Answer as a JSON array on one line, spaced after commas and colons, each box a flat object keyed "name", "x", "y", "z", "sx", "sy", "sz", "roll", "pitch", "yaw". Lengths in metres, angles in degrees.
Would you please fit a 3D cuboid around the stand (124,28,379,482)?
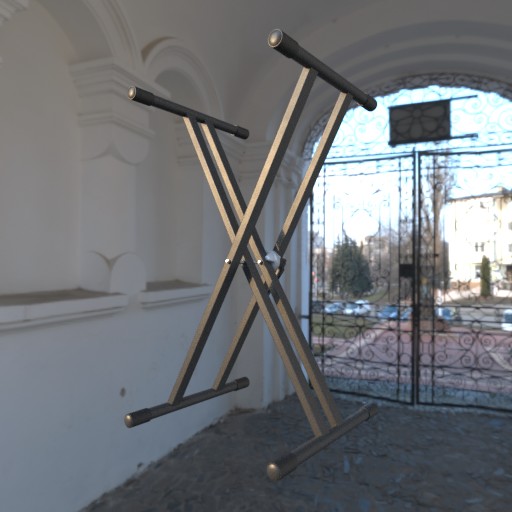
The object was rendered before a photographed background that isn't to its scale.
[{"name": "stand", "x": 0.000, "y": 0.000, "z": 1.215, "sx": 0.503, "sy": 0.900, "sz": 0.495, "roll": -1, "pitch": -1, "yaw": 38}]
